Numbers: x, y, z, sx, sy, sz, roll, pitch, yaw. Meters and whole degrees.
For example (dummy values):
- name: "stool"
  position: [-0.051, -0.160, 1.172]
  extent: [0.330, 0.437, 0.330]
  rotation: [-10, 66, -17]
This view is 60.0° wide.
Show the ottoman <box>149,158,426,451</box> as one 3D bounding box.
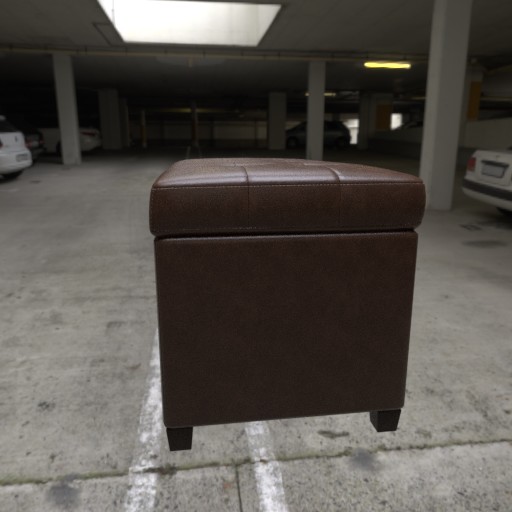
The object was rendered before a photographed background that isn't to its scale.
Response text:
- name: "ottoman"
  position: [0.000, 0.000, 1.103]
  extent: [0.432, 0.470, 0.838]
  rotation: [-2, 14, -8]
